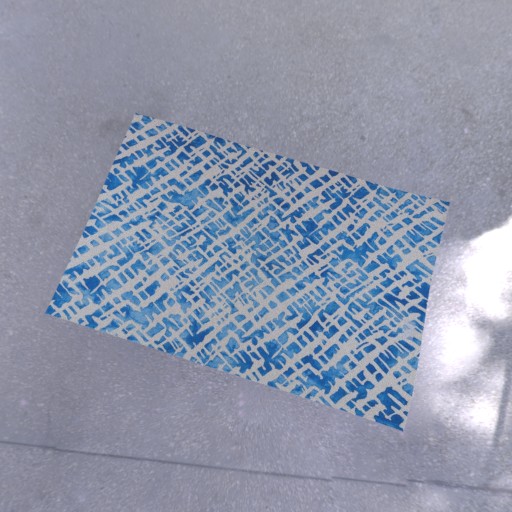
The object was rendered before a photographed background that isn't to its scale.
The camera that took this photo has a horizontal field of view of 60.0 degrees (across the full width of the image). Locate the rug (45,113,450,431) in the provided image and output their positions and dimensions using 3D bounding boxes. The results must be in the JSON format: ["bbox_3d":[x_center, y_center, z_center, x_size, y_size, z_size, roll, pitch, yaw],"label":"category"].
[{"bbox_3d":[0.000,0.000,2.300,1.830,0.011,1.209,17,74,5],"label":"rug"}]
